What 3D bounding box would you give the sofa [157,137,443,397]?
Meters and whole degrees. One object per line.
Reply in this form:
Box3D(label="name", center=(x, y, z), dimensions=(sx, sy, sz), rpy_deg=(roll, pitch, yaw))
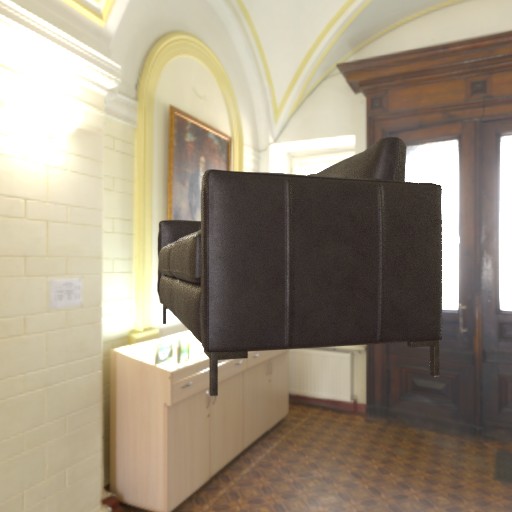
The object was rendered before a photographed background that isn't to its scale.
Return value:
Box3D(label="sofa", center=(0.000, 0.000, 2.281), dimensions=(0.947, 0.883, 1.805), rpy_deg=(0, -1, -19))
